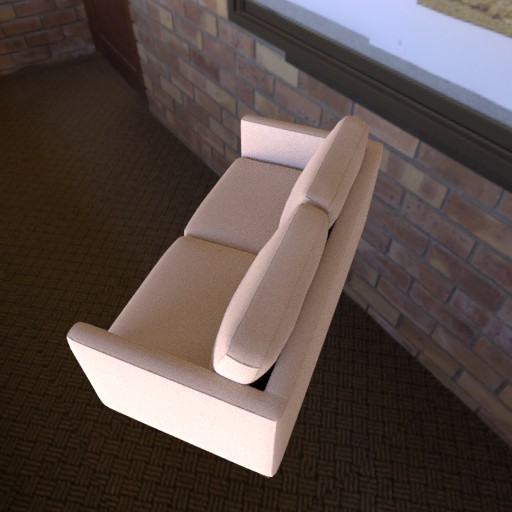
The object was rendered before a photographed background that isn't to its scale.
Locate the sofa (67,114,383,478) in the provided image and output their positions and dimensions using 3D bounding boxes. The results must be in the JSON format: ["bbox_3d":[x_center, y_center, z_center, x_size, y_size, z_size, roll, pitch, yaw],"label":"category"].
[{"bbox_3d":[0.000,0.000,2.225,0.873,0.888,1.722,17,50,15],"label":"sofa"}]
